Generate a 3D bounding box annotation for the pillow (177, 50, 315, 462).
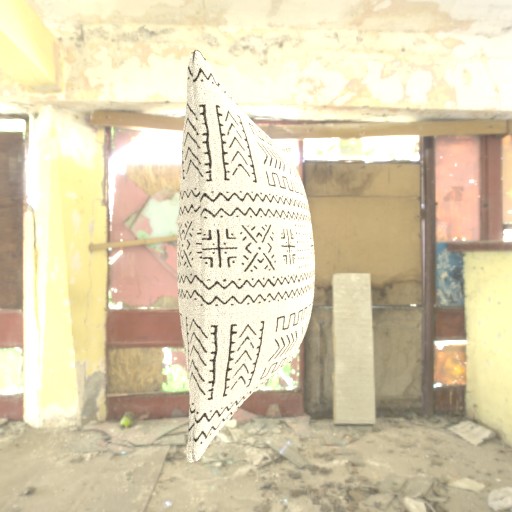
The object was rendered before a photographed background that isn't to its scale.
[{"bbox_3d":[0.000,0.000,0.664,0.164,0.430,0.438,0,0,17],"label":"pillow"}]
